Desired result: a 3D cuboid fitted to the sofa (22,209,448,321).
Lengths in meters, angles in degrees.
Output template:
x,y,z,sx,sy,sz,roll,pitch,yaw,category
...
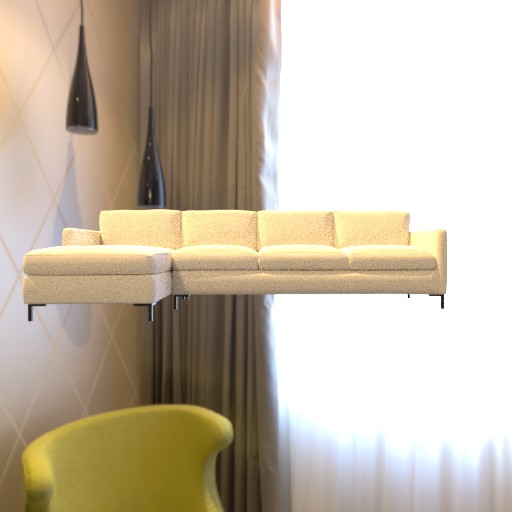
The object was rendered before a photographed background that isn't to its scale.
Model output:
x,y,z,sx,sy,sz,roll,pitch,yaw,category
0.000,0.000,3.706,3.186,0.875,1.467,0,1,-1,sofa
